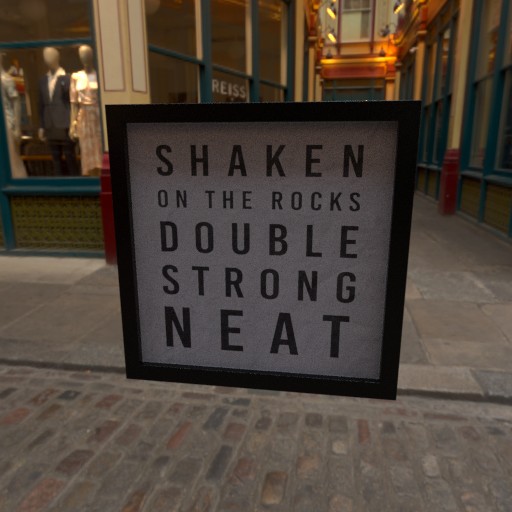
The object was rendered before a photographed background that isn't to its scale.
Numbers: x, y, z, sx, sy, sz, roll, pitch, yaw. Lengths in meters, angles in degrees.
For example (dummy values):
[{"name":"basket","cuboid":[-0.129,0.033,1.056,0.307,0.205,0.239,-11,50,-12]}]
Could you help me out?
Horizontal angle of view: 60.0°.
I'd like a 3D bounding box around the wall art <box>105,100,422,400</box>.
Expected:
[{"name":"wall art","cuboid":[0.000,0.000,0.532,0.349,0.349,0.014,2,14,8]}]
